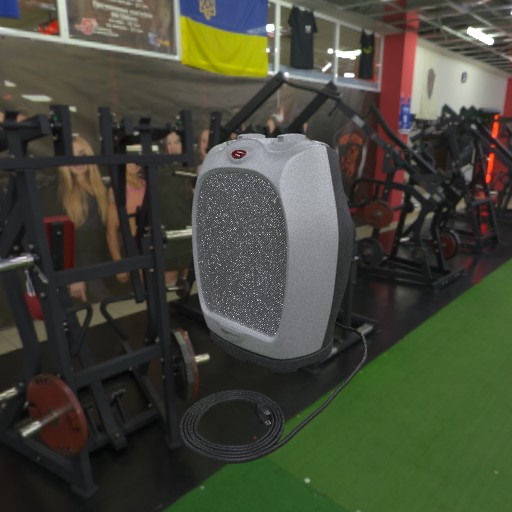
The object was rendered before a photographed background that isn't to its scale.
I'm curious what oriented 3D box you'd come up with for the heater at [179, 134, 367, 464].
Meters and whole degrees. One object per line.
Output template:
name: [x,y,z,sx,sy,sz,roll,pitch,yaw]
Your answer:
heater: [0.000,0.000,0.479,0.291,0.255,0.239,-15,21,-43]
